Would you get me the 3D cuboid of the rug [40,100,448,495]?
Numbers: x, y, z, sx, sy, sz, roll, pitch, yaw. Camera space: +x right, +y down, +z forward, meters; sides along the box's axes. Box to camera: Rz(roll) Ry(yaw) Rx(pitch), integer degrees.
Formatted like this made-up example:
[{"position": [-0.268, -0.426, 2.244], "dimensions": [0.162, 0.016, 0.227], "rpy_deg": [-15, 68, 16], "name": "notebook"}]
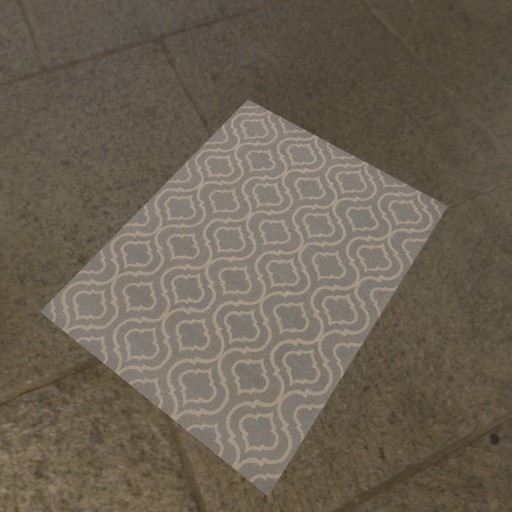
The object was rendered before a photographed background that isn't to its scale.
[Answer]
[{"position": [0.000, 0.000, 3.865], "dimensions": [2.283, 0.006, 2.892], "rpy_deg": [33, 68, 15], "name": "rug"}]
